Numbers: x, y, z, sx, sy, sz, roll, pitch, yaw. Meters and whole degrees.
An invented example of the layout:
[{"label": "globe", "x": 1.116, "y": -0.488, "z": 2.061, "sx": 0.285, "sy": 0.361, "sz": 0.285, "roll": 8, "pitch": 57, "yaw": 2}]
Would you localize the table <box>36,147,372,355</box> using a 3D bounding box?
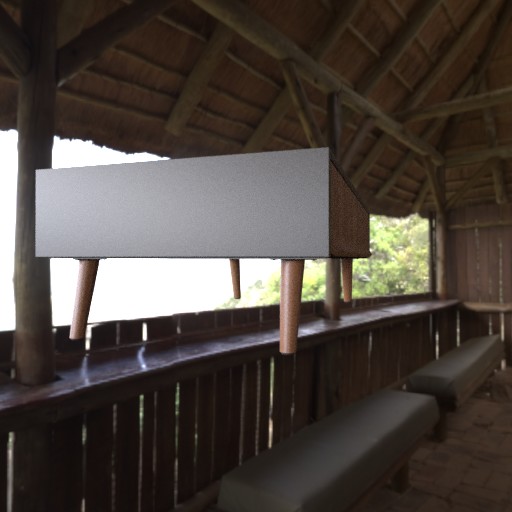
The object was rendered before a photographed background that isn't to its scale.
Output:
[{"label": "table", "x": 0.000, "y": 0.000, "z": 1.505, "sx": 0.703, "sy": 0.404, "sz": 1.201, "roll": 0, "pitch": 0, "yaw": 18}]
